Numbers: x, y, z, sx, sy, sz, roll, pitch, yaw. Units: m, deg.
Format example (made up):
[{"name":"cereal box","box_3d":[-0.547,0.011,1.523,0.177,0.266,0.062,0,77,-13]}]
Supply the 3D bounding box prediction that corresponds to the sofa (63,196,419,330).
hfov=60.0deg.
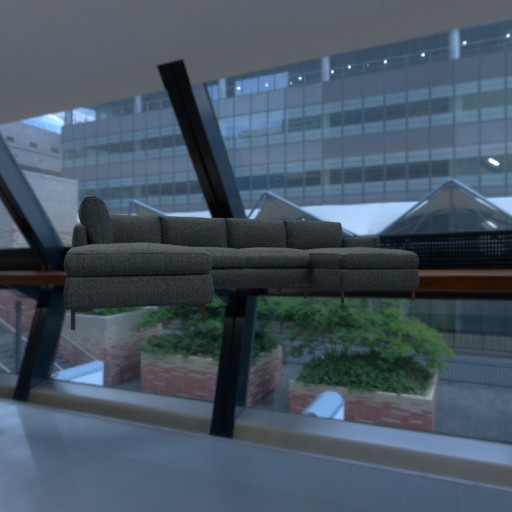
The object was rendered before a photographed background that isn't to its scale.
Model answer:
[{"name":"sofa","box_3d":[0.000,0.000,3.537,2.737,0.753,1.879,0,0,-21]}]
